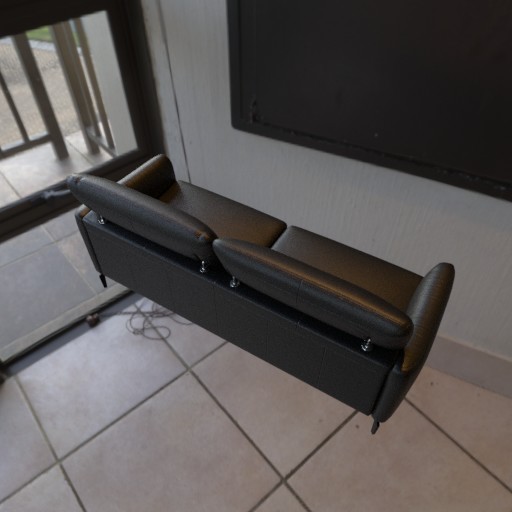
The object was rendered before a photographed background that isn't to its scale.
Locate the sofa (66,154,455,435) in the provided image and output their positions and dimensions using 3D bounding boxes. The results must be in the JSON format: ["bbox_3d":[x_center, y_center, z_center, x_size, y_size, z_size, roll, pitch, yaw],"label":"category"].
[{"bbox_3d":[0.000,0.000,2.549,2.069,0.957,0.856,24,51,21],"label":"sofa"}]
